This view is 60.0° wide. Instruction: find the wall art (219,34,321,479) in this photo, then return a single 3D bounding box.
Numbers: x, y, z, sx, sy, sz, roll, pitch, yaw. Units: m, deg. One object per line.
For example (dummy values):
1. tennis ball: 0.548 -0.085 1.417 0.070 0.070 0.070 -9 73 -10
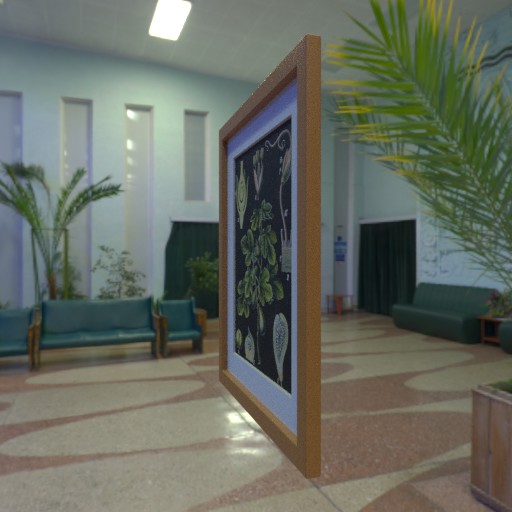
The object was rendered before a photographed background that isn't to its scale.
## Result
1. wall art: 0.000 0.000 0.767 0.022 0.553 0.452 0 0 -19
